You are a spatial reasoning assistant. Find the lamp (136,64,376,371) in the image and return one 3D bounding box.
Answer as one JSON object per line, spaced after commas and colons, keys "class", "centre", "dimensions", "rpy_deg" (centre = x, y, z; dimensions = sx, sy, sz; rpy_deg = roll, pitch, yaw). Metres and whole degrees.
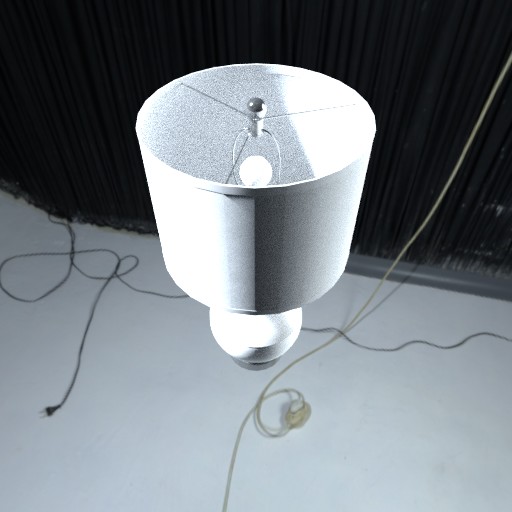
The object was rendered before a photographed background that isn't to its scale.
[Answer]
{"class": "lamp", "centre": [0.000, 0.000, 0.894], "dimensions": [0.357, 0.673, 0.357], "rpy_deg": [10, 47, 9]}
